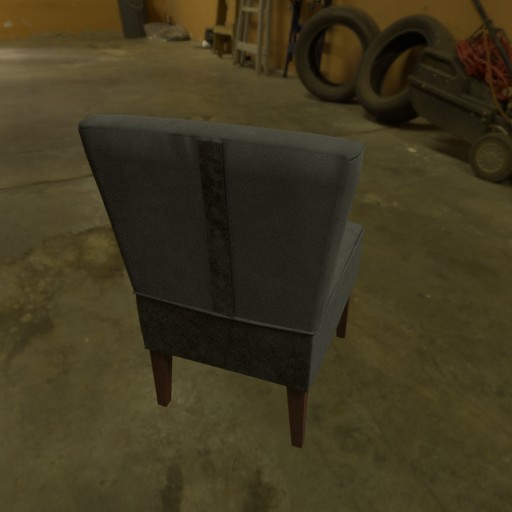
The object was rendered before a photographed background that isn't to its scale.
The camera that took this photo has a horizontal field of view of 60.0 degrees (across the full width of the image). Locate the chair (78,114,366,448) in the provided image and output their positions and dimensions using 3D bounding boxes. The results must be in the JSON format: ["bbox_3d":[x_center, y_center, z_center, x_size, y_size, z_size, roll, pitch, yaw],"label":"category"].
[{"bbox_3d":[0.000,0.000,1.158,0.521,0.806,0.554,11,34,16],"label":"chair"}]
